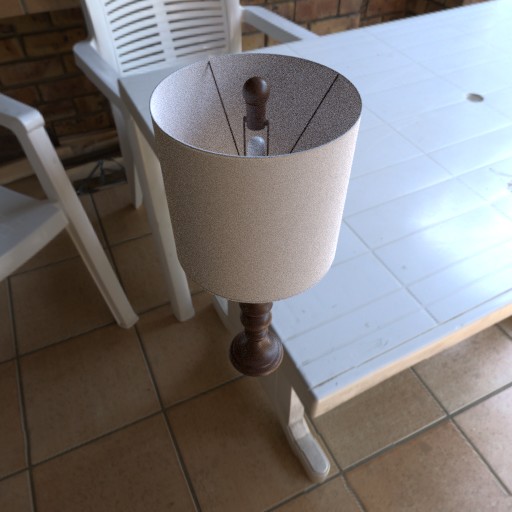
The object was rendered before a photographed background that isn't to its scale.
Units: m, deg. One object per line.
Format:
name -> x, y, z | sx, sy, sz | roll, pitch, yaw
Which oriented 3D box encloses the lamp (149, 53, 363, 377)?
lamp -> 0.000, 0.000, 0.726 | 0.250, 0.597, 0.250 | -24, 51, -21
